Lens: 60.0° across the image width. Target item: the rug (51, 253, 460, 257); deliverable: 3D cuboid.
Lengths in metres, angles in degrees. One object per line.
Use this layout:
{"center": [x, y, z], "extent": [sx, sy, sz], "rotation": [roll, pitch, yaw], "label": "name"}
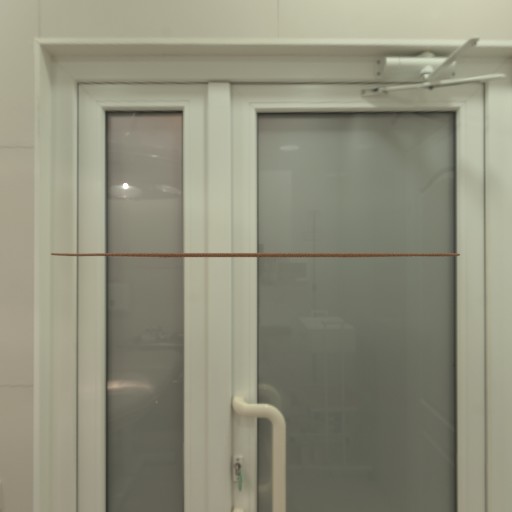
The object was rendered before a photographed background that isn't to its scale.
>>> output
{"center": [0.000, 0.000, 4.197], "extent": [2.479, 0.023, 3.092], "rotation": [0, 0, 0], "label": "rug"}
